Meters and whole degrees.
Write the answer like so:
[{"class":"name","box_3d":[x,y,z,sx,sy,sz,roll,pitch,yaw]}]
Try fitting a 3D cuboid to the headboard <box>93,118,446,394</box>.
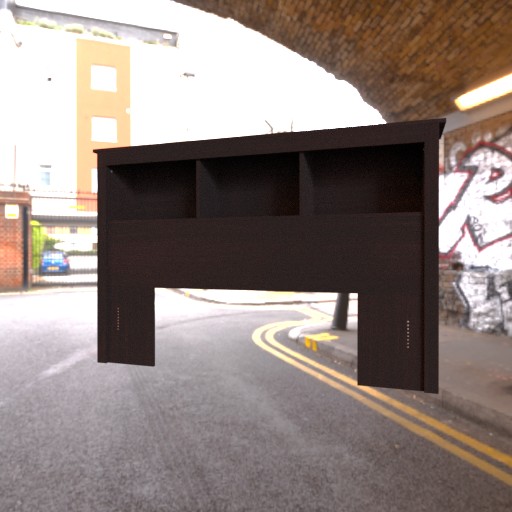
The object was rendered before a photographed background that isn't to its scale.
[{"class":"headboard","box_3d":[0.000,0.000,2.143,1.671,1.092,0.279,0,0,18]}]
